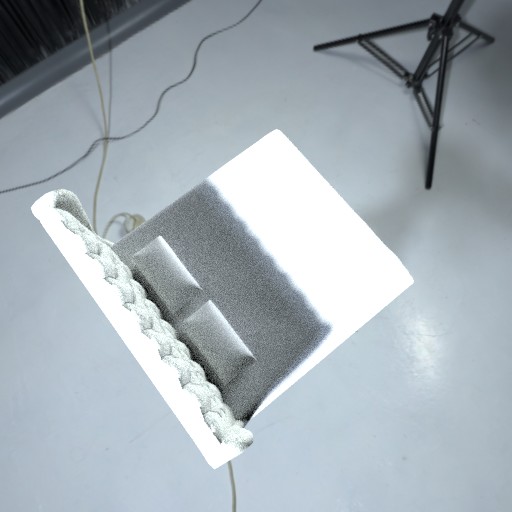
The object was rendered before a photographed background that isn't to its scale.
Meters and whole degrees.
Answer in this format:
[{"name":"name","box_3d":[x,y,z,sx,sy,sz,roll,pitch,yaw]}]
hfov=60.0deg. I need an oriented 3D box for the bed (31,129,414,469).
[{"name":"bed","box_3d":[0.000,0.000,3.875,2.347,1.771,2.219,-37,78,-10]}]
